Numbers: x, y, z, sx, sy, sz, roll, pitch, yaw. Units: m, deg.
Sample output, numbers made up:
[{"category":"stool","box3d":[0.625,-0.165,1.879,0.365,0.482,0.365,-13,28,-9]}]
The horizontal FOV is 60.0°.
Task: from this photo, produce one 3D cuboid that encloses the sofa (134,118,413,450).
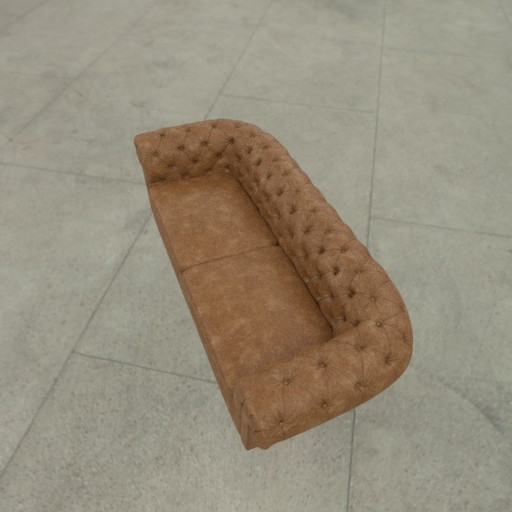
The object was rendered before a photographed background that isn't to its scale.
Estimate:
[{"category":"sofa","box3d":[0.000,0.000,2.818,0.989,0.760,2.365,-17,50,-15]}]
